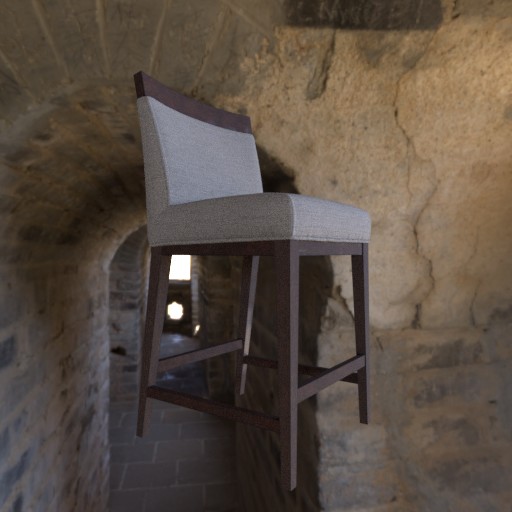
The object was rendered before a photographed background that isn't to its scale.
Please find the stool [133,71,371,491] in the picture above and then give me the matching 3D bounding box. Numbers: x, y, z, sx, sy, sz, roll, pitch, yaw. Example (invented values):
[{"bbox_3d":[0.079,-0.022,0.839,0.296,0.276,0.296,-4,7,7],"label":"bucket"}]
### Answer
[{"bbox_3d":[0.000,0.000,1.296,0.531,1.009,0.512,0,1,35],"label":"stool"}]
